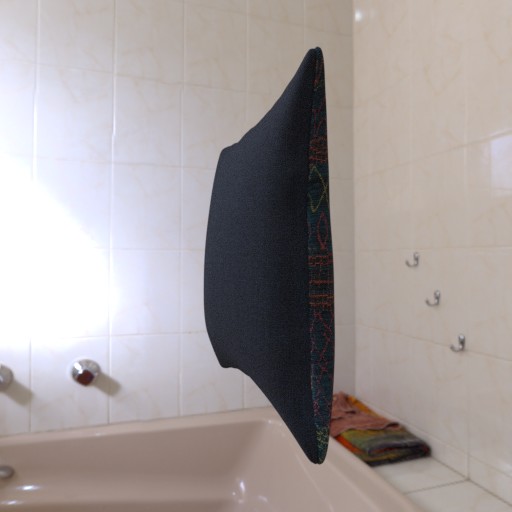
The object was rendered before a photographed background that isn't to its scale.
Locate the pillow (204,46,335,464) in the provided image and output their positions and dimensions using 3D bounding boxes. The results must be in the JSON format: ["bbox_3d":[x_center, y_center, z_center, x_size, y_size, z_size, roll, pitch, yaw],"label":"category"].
[{"bbox_3d":[0.000,0.000,0.656,0.141,0.431,0.431,0,-1,-17],"label":"pillow"}]
